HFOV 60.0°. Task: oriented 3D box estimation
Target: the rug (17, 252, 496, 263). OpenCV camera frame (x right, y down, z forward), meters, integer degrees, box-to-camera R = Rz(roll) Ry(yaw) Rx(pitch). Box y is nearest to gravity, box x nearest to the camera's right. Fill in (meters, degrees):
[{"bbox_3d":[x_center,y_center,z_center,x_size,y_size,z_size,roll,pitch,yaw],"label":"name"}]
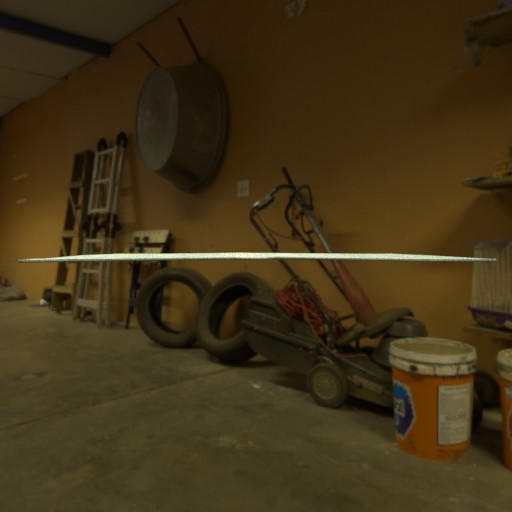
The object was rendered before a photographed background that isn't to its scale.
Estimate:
[{"bbox_3d":[0.000,0.000,2.917,2.306,0.030,1.613,0,1,0],"label":"rug"}]
